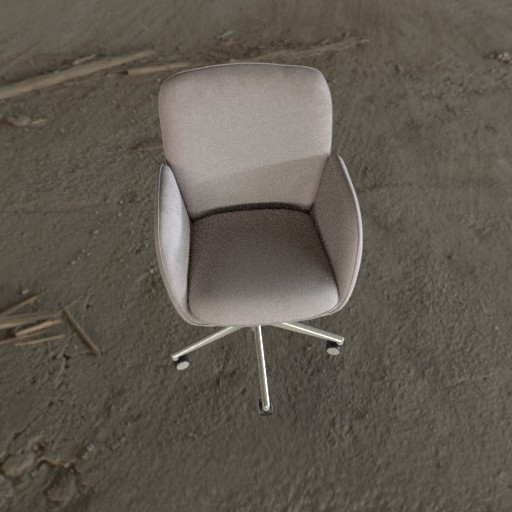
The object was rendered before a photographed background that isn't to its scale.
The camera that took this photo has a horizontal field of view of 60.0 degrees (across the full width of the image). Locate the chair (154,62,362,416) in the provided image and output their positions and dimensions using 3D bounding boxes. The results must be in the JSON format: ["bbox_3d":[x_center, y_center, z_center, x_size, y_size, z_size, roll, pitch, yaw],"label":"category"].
[{"bbox_3d":[0.000,0.000,1.410,0.648,0.959,0.654,-4,47,-4],"label":"chair"}]
